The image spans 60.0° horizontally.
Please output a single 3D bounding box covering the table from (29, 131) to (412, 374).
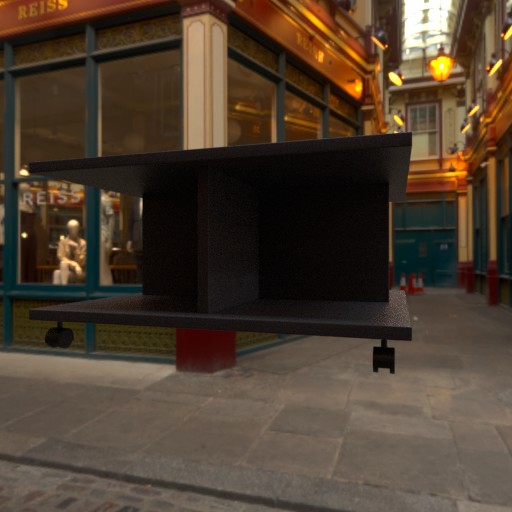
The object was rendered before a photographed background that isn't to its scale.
[{"bbox_3d":[0.000,0.000,1.180,0.762,0.396,0.762,0,0,18],"label":"table"}]
